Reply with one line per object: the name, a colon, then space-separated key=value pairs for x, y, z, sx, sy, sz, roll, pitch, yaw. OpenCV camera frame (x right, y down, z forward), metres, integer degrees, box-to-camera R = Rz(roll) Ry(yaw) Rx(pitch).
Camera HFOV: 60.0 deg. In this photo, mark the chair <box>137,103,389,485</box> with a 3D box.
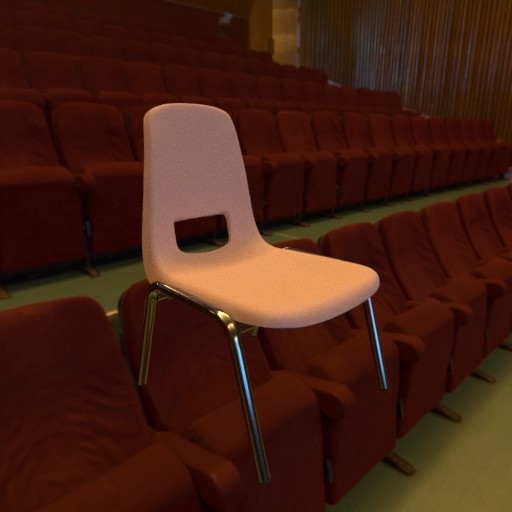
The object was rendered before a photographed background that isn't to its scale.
chair: x=0.000 y=0.000 z=0.801 sx=0.354 sy=0.537 sz=0.385 roll=-15 pitch=22 yaw=-43
